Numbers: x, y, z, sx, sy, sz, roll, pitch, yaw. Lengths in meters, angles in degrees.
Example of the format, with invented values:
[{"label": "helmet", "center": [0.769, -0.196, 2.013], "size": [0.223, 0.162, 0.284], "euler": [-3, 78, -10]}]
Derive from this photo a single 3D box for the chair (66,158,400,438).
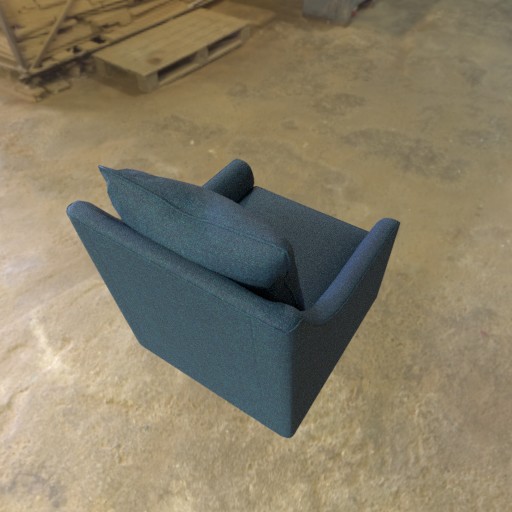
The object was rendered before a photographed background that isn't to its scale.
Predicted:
[{"label": "chair", "center": [0.000, 0.000, 1.595], "size": [0.750, 0.939, 0.870], "euler": [26, 52, 22]}]
